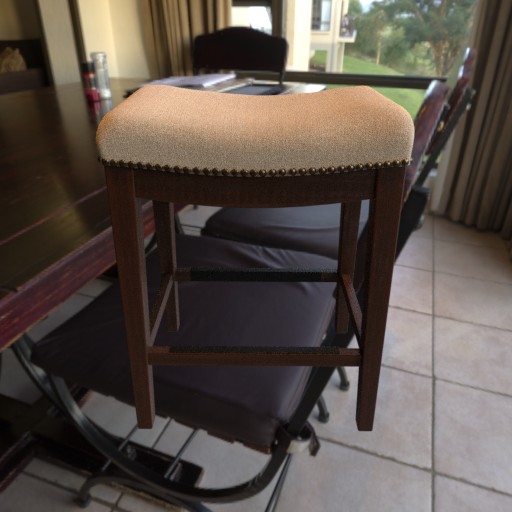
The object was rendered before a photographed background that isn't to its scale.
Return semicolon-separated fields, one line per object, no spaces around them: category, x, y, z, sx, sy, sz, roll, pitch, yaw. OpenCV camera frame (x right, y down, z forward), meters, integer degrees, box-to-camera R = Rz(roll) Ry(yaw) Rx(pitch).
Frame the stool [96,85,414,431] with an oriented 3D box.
stool;0.000;0.000;0.956;0.509;0.669;0.363;0;29;1
